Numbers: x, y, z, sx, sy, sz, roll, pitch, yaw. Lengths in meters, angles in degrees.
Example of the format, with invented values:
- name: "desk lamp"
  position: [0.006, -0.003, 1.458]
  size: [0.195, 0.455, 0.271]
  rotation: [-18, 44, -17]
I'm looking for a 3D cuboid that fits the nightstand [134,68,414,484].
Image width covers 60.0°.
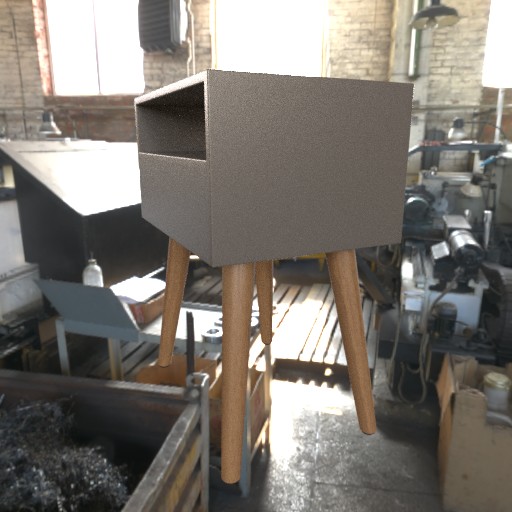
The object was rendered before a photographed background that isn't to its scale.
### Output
- name: "nightstand"
  position: [0.000, 0.000, 0.729]
  size: [0.288, 0.508, 0.370]
  rotation: [-7, 16, -25]
